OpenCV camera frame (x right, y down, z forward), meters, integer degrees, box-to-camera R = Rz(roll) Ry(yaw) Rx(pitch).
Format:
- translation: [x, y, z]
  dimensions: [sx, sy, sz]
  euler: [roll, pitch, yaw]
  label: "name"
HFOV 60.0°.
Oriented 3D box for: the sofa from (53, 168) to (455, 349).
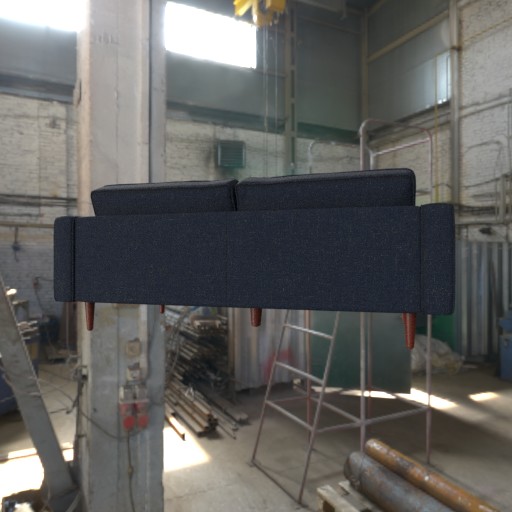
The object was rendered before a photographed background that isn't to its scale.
- translation: [0.000, 0.000, 2.390]
  dimensions: [1.880, 0.762, 0.914]
  euler: [0, 0, 17]
  label: "sofa"
